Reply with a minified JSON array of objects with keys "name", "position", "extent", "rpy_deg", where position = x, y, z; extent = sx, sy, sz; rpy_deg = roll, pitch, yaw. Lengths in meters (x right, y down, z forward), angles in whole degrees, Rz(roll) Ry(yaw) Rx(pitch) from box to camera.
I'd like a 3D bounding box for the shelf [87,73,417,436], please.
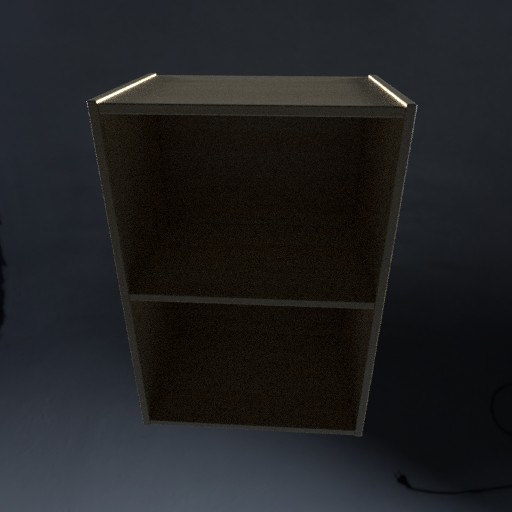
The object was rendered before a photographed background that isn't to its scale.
[{"name":"shelf","position":[0.000,0.000,0.818],"extent":[0.414,0.592,0.290],"rpy_deg":[2,29,3]}]
